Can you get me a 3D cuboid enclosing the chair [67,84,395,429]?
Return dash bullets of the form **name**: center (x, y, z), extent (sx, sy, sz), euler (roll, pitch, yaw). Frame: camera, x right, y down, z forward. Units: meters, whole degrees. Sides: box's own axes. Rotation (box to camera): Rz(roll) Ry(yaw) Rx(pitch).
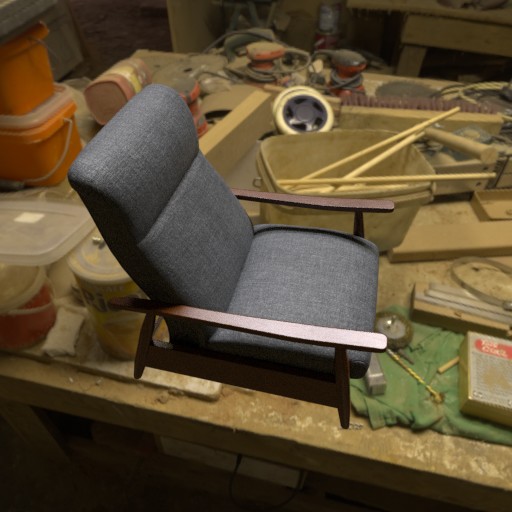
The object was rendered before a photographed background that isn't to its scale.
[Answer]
- **chair**: center (0.000, 0.000, 1.776), extent (1.030, 1.082, 0.762), euler (10, 46, 10)
